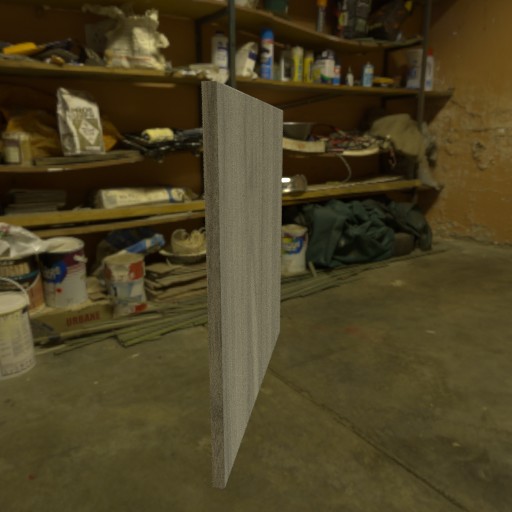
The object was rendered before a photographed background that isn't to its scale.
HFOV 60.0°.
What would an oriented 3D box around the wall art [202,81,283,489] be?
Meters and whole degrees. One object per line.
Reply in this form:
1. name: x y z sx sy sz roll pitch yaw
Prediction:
1. wall art: 0.000 0.000 0.765 0.016 0.507 0.508 3 15 11
